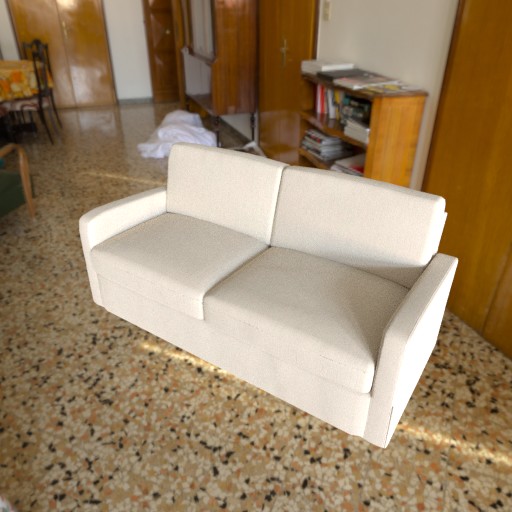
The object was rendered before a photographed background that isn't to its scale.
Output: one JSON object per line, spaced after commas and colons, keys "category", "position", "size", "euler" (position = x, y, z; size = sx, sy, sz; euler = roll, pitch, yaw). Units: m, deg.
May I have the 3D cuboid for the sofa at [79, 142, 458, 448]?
{"category": "sofa", "position": [0.000, 0.000, 2.310], "size": [1.808, 0.831, 0.894], "euler": [19, 35, 29]}
